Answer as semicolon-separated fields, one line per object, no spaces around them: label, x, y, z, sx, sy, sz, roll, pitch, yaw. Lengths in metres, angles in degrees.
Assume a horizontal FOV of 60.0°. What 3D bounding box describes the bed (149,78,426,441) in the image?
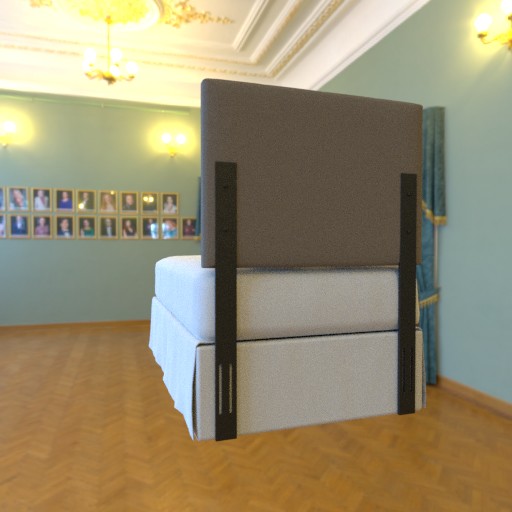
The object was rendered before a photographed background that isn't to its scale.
bed;0.000;0.000;3.002;1.261;1.571;1.997;0;1;-19
